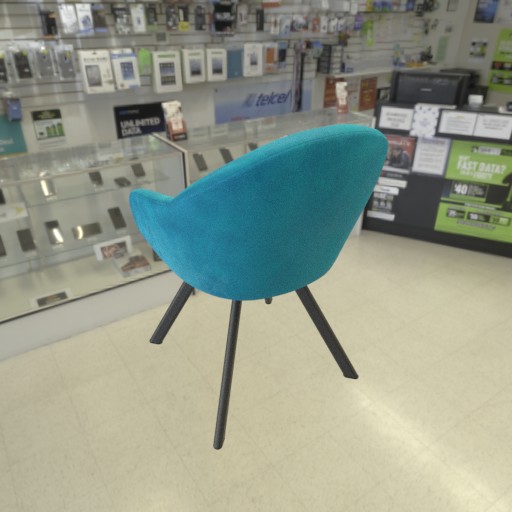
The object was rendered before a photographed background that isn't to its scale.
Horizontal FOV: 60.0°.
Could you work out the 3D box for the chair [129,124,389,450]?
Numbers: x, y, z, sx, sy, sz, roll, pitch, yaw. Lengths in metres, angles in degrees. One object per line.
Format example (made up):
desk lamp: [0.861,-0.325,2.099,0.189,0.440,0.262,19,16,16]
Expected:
chair: [0.000,0.000,1.193,0.550,0.795,0.590,-17,34,-27]
